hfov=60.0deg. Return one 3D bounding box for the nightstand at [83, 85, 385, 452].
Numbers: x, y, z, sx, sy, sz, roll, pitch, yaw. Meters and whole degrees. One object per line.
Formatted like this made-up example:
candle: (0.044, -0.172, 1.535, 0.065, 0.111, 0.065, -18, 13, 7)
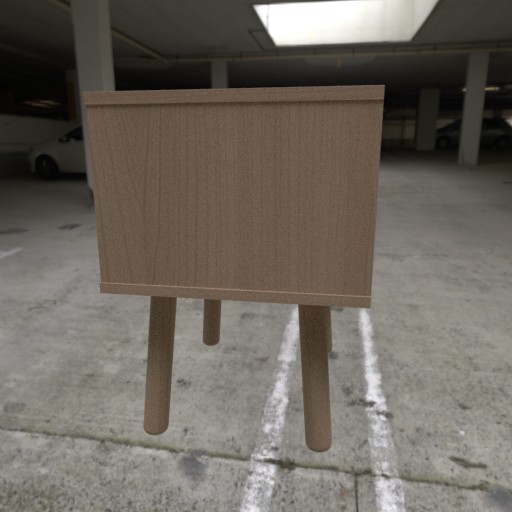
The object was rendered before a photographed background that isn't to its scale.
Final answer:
nightstand: (0.000, 0.000, 0.824, 0.380, 0.530, 0.450, 2, 14, 9)
